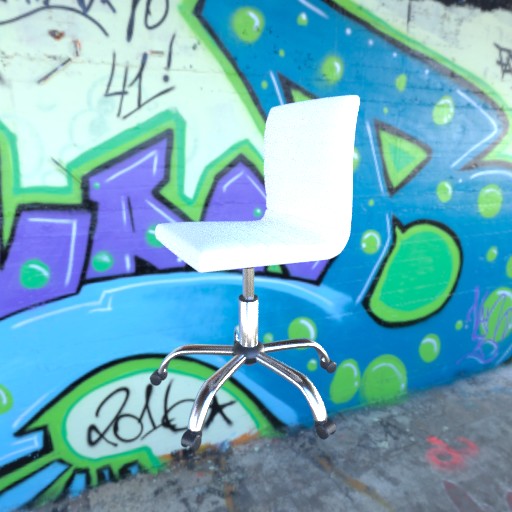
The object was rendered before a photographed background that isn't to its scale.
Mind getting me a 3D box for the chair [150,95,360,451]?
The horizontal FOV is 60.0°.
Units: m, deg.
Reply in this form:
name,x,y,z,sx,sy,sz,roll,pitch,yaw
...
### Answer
name,x,y,z,sx,sy,sz,roll,pitch,yaw
chair,0.000,0.000,1.158,0.530,0.780,0.556,-7,16,-25
